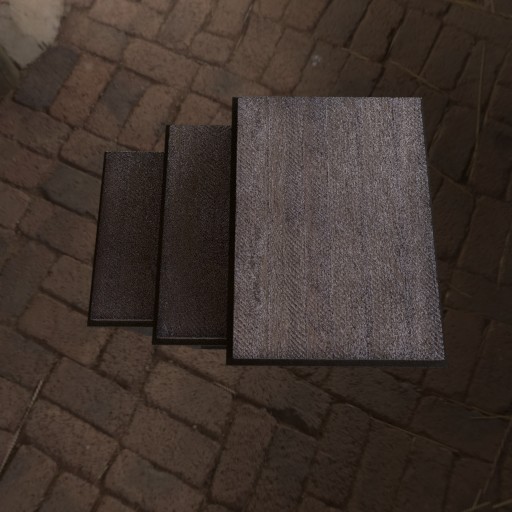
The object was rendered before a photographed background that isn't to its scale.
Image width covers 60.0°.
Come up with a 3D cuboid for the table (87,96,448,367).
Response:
[{"bbox_3d":[0.000,0.000,1.155,0.706,0.610,0.559,0,76,0],"label":"table"}]
